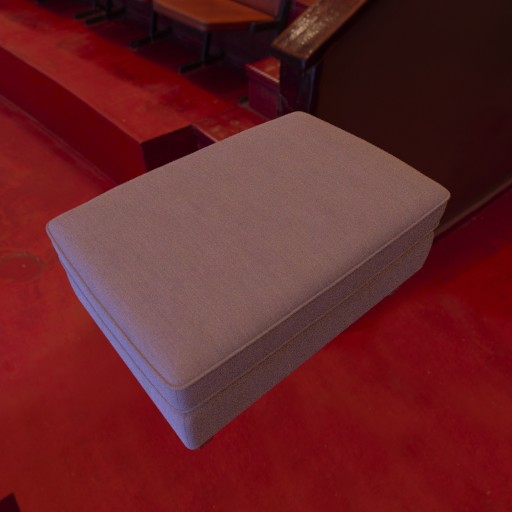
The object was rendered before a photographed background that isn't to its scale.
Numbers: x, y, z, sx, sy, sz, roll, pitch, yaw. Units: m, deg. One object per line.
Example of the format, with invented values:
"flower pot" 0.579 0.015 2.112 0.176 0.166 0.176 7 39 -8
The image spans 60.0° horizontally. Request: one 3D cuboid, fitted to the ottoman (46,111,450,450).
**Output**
"ottoman" 0.000 0.000 1.313 0.941 0.480 0.636 -31 54 -27
